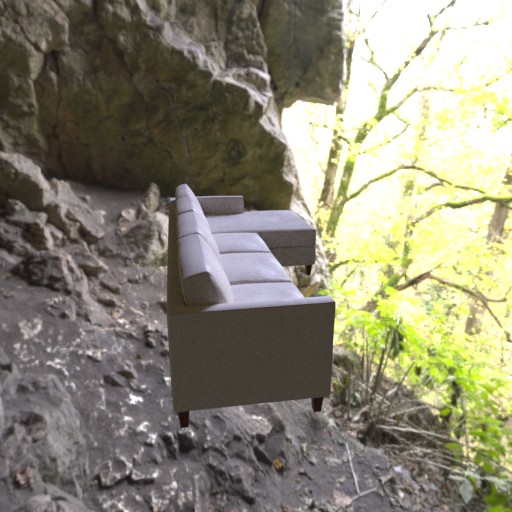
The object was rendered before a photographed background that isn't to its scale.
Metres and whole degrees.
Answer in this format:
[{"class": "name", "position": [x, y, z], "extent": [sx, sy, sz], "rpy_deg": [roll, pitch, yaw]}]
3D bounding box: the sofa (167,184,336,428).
[{"class": "sofa", "position": [0.000, 0.000, 4.136], "extent": [1.599, 0.954, 3.471], "rpy_deg": [-3, 18, -10]}]
